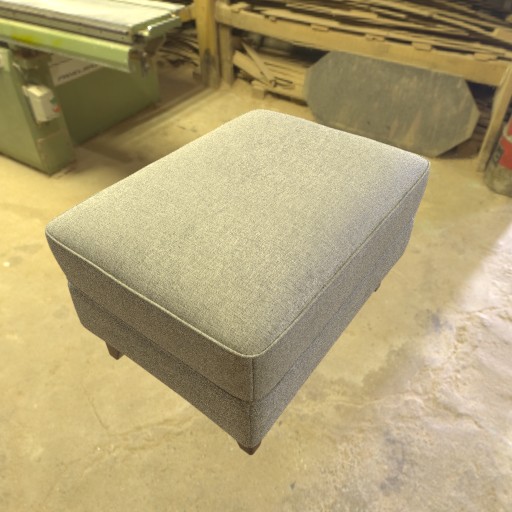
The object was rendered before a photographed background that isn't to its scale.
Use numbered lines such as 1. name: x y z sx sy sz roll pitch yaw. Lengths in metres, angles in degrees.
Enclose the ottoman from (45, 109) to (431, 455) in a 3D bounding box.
1. ottoman: 0.000 0.000 1.298 0.661 0.561 0.889 26 48 27
